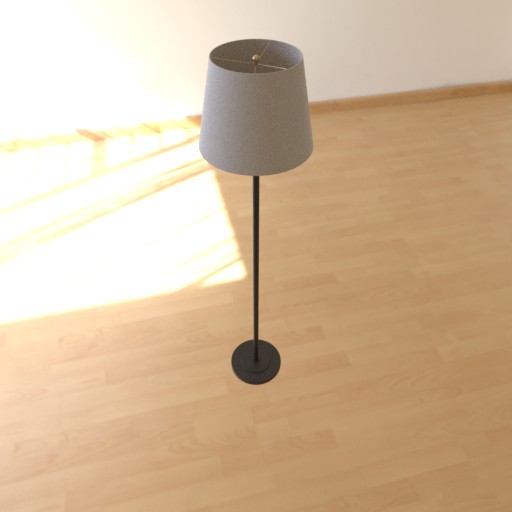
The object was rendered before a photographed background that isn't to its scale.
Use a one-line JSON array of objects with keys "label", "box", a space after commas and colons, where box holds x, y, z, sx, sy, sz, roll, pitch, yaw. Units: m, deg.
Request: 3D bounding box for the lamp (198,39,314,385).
[{"label": "lamp", "box": [0.000, 0.000, 1.677, 0.348, 1.473, 0.348, -30, 51, -27]}]
